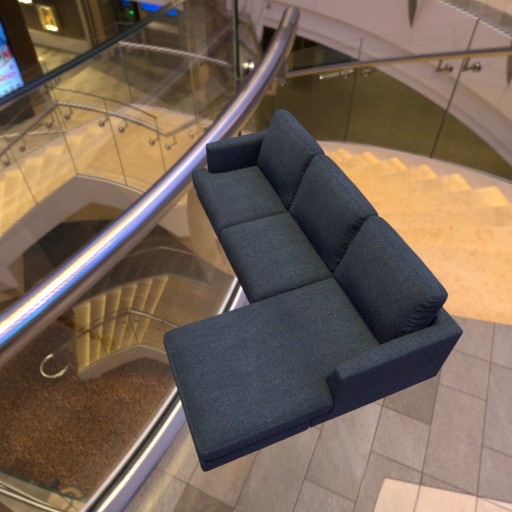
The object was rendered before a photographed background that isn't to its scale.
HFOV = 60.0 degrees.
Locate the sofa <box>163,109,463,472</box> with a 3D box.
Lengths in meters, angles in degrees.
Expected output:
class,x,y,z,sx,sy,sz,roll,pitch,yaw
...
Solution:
class,x,y,z,sx,sy,sz,roll,pitch,yaw
sofa,0.000,0.000,3.025,1.504,0.956,2.233,-17,50,-15
